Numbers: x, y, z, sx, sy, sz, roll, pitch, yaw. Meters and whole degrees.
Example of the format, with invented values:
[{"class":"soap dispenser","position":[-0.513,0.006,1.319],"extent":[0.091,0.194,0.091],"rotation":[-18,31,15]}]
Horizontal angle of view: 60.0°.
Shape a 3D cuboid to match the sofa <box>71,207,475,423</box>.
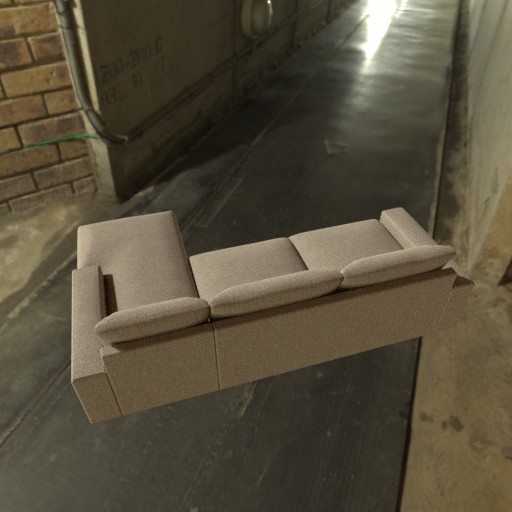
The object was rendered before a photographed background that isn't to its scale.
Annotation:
[{"class":"sofa","position":[0.000,0.000,3.485],"extent":[2.718,0.813,1.689],"rotation":[-11,42,-13]}]
